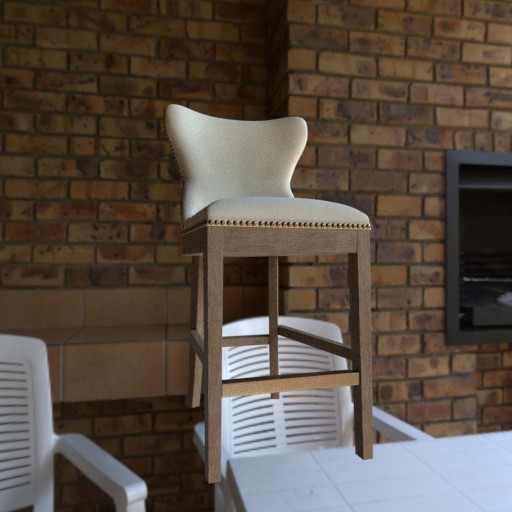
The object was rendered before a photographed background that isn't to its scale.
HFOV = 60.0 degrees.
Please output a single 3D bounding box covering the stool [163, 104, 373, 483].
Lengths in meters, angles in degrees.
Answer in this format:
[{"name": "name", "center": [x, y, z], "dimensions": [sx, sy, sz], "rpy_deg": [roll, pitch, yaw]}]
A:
[{"name": "stool", "center": [0.000, 0.000, 1.296], "dimensions": [0.498, 0.981, 0.608], "rpy_deg": [0, -1, -17]}]
